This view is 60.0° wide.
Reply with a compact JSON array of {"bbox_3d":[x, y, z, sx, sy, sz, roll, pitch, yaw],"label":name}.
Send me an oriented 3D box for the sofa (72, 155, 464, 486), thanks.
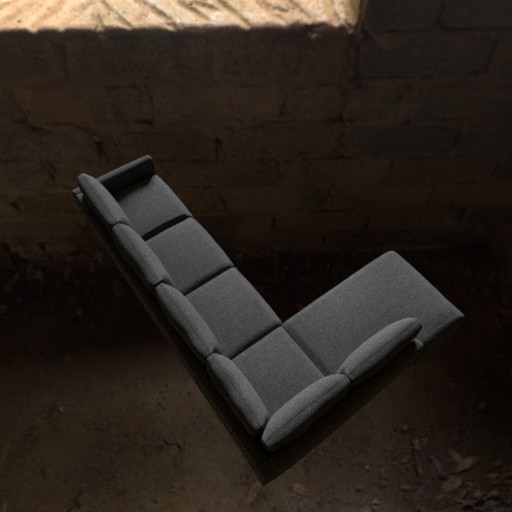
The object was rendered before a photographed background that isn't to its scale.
[{"bbox_3d":[0.000,0.000,3.832,2.007,0.815,2.949,-32,62,-19],"label":"sofa"}]
